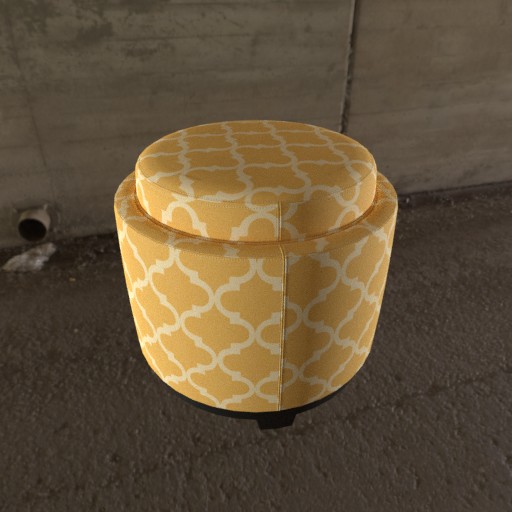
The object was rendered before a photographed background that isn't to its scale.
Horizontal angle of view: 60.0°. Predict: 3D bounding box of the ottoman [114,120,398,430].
[{"bbox_3d":[0.000,0.000,0.838,0.480,0.429,0.480,0,32,0],"label":"ottoman"}]
